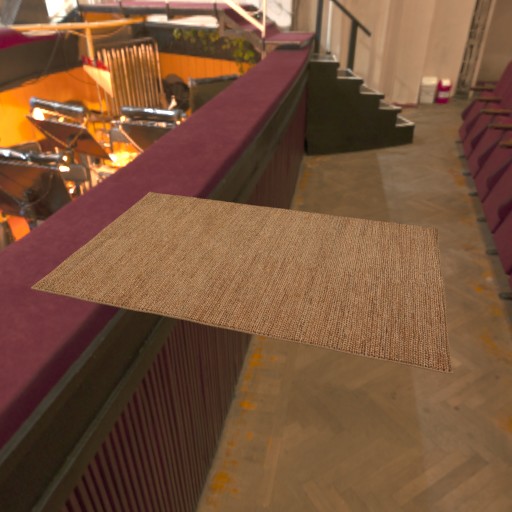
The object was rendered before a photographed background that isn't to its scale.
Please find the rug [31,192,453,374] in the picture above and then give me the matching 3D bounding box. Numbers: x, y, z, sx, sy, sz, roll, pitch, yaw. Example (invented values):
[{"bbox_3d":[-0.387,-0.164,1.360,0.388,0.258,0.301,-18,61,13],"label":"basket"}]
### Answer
[{"bbox_3d":[0.000,0.000,3.045,2.438,0.034,1.521,9,33,14],"label":"rug"}]
